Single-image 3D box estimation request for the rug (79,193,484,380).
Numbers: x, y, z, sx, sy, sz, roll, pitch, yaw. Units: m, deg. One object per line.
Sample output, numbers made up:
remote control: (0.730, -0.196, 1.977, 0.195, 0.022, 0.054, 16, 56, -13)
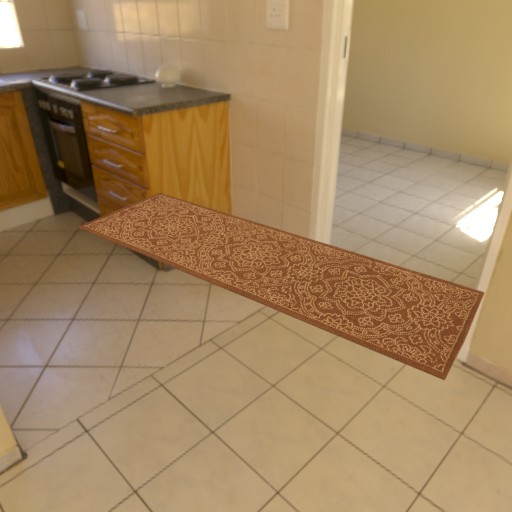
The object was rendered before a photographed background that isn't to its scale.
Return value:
rug: (0.000, 0.000, 2.693, 2.448, 0.012, 0.769, 19, 35, 30)
